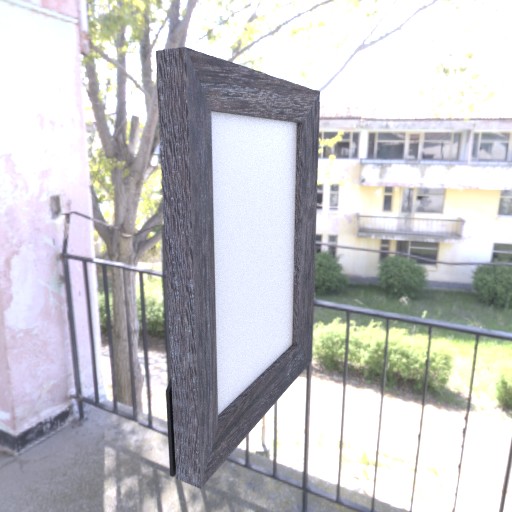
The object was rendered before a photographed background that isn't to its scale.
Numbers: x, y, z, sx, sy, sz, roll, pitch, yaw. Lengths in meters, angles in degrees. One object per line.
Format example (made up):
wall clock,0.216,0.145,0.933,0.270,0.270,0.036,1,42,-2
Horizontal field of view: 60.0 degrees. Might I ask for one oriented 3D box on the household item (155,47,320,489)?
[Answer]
household item,0.000,0.000,0.277,0.020,0.210,0.160,7,15,27
